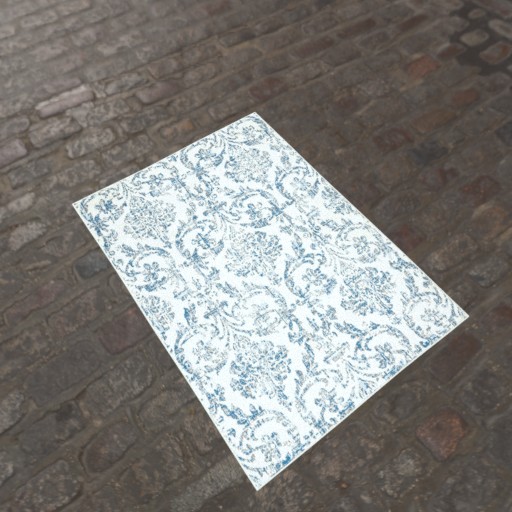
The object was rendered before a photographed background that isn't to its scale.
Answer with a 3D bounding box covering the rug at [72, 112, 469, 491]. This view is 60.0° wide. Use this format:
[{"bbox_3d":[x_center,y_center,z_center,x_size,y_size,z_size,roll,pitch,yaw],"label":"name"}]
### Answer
[{"bbox_3d":[0.000,0.000,2.885,1.586,0.014,2.197,-32,64,-18],"label":"rug"}]
